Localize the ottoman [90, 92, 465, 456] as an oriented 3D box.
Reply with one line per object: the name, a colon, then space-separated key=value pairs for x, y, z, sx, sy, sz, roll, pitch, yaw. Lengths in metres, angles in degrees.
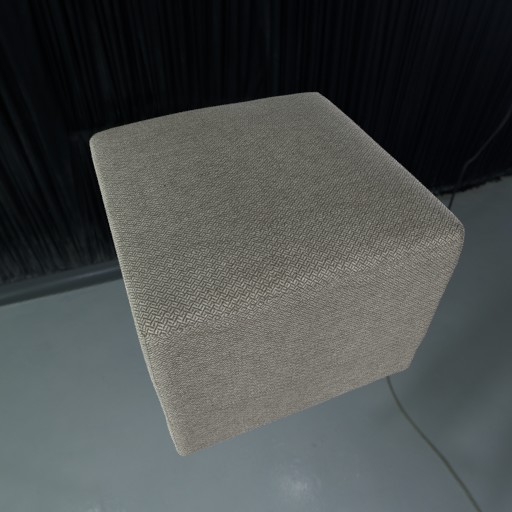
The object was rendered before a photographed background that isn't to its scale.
ottoman: x=0.000 y=0.000 z=0.900 sx=0.512 sy=0.453 sz=0.519 roll=-16 pitch=48 yaw=-15
